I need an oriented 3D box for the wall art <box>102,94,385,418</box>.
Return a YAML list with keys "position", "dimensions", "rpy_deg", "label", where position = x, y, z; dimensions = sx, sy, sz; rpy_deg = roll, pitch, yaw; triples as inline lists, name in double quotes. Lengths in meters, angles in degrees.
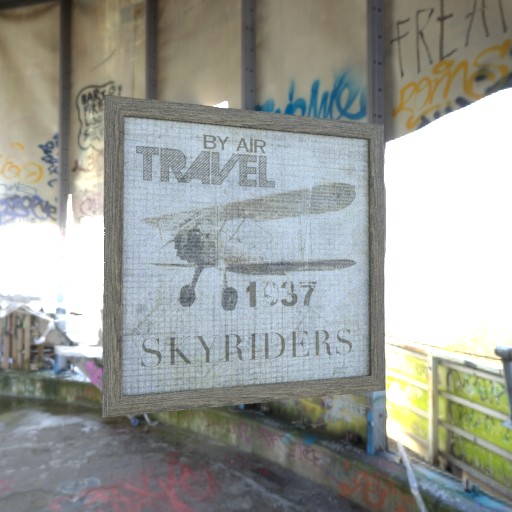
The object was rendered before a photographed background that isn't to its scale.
- position: [0.000, 0.000, 0.780]
  dimensions: [0.508, 0.508, 0.019]
  rpy_deg: [0, -1, -17]
  label: "wall art"
